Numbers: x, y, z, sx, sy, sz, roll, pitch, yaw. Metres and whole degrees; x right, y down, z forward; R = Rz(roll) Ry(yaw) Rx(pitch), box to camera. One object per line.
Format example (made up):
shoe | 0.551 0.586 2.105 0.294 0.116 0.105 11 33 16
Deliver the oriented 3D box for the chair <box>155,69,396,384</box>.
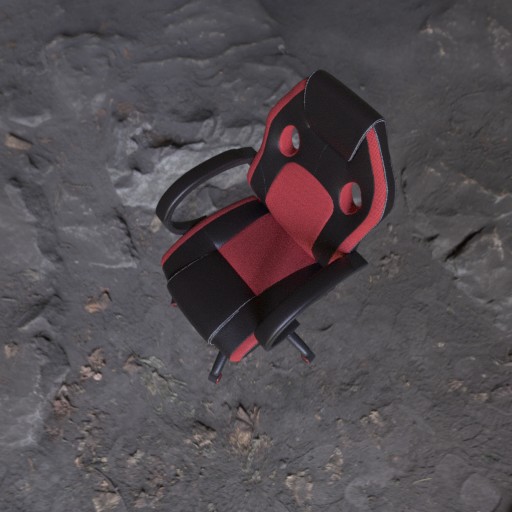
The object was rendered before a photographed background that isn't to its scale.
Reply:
chair | 0.000 0.000 1.711 0.783 1.189 0.750 -35 68 -16
